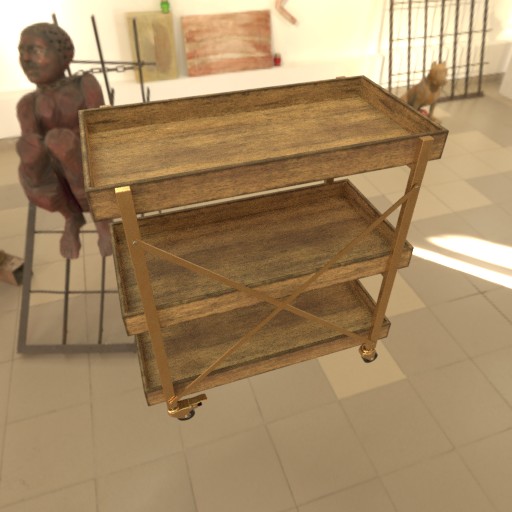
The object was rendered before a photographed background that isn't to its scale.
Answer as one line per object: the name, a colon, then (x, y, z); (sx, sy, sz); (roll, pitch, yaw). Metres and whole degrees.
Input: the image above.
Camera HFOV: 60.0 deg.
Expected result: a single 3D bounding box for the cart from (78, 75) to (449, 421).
cart: (0.000, 0.000, 1.249); (0.750, 0.799, 0.416); (-12, 42, -14)
